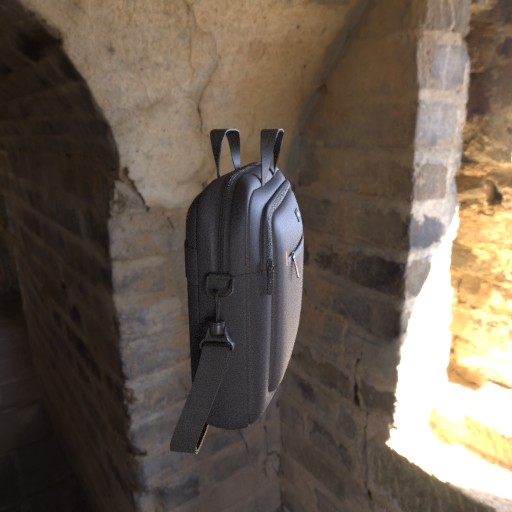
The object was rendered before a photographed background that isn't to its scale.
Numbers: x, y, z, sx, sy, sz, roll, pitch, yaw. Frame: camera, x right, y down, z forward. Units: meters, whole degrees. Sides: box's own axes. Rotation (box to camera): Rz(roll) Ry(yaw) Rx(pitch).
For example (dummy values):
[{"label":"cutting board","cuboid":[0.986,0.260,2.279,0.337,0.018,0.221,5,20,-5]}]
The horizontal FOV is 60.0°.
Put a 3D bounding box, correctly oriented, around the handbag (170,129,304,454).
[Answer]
[{"label":"handbag","cuboid":[0.000,0.000,0.599,0.126,0.330,0.429,2,16,8]}]
